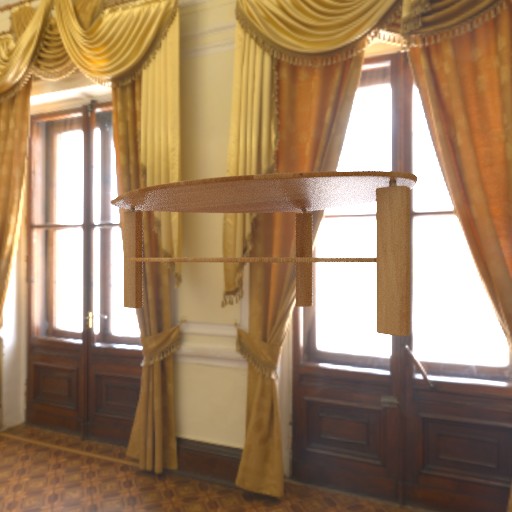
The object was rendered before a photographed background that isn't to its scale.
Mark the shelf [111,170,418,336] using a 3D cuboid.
[{"bbox_3d":[0.000,0.000,1.670,1.246,0.440,0.845,0,0,36],"label":"shelf"}]
